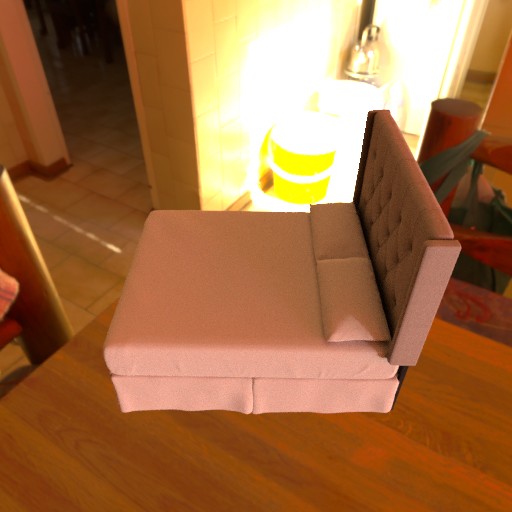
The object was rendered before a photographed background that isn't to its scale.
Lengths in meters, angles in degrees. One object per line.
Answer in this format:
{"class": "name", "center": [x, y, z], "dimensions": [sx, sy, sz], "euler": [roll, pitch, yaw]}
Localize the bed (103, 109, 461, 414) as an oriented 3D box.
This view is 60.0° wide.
{"class": "bed", "center": [0.000, 0.000, 3.368], "dimensions": [2.066, 1.665, 1.719], "euler": [1, 41, 1]}
